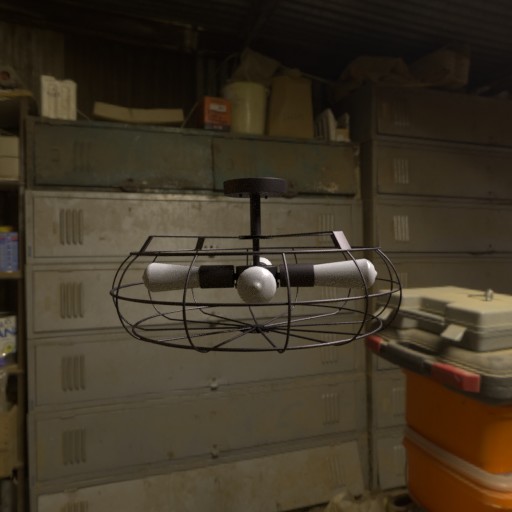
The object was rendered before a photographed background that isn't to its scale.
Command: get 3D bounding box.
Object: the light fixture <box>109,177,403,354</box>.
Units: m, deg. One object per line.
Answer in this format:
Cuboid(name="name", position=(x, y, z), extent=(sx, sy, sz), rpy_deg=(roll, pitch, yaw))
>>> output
Cuboid(name="light fixture", position=(0.000, 0.000, 0.926), extent=(0.582, 0.311, 0.582), rpy_deg=(0, 1, 0))
